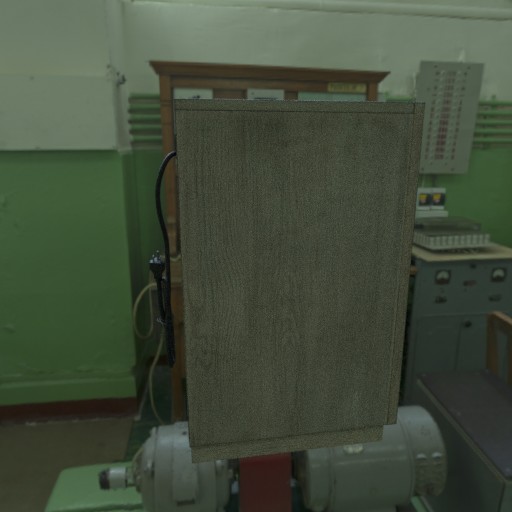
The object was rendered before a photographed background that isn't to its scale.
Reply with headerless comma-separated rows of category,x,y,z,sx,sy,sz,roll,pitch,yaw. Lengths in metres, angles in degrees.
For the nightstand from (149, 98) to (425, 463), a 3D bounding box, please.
nightstand,0.000,0.000,1.088,0.483,0.673,0.612,-2,15,-10
